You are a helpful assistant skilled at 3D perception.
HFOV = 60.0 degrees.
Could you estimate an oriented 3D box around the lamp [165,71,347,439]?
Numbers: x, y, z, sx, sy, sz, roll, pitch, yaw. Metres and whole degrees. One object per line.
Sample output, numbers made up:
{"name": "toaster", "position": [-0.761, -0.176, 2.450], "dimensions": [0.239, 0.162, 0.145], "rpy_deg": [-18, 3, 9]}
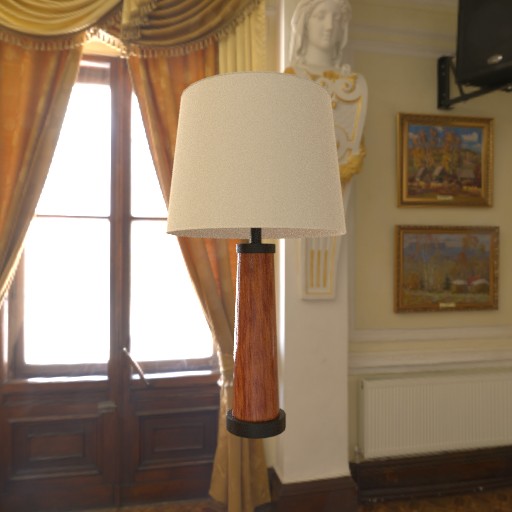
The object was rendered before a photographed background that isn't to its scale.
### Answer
{"name": "lamp", "position": [0.000, 0.000, 0.869], "dimensions": [0.349, 0.667, 0.349], "rpy_deg": [0, -1, 0]}
